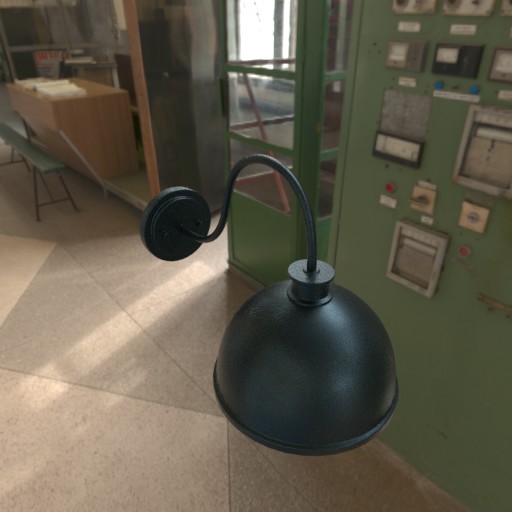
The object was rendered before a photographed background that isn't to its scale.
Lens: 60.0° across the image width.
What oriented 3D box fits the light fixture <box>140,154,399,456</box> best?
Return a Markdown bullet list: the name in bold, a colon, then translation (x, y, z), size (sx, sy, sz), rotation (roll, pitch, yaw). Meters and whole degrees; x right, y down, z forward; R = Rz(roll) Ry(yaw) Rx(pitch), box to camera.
- **light fixture**: translation (0.000, 0.000, 0.621), size (0.253, 0.295, 0.467), rotation (-21, 35, -33)
